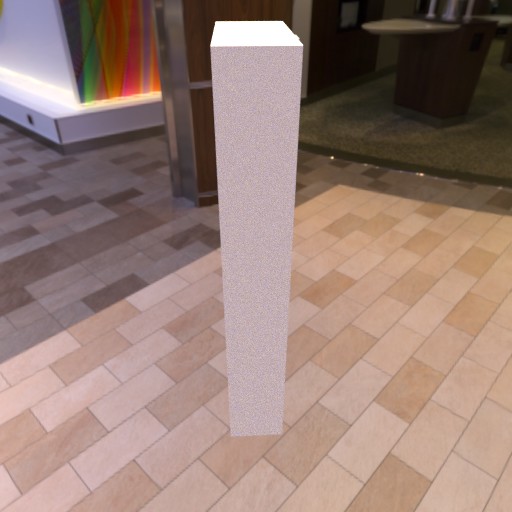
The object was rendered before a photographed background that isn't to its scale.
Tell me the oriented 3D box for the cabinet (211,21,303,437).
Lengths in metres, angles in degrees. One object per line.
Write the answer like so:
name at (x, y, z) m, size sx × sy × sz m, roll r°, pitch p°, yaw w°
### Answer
cabinet at (0.000, 0.000, 1.791) m, size 0.255 × 1.630 × 0.520 m, roll -2°, pitch 34°, yaw -2°
